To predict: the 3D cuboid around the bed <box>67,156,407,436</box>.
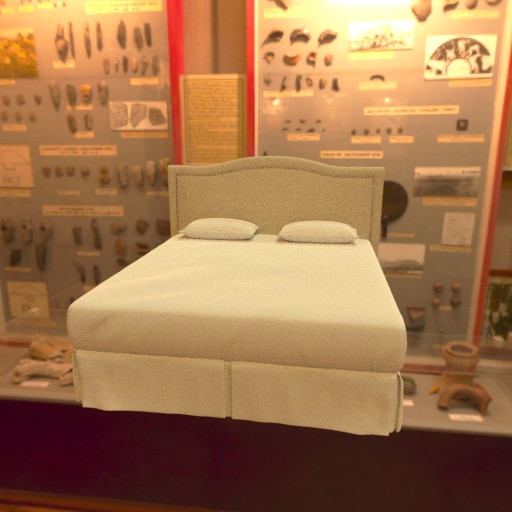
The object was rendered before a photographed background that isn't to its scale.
[{"bbox_3d":[0.000,0.000,3.407,2.083,1.421,2.182,2,15,8],"label":"bed"}]
